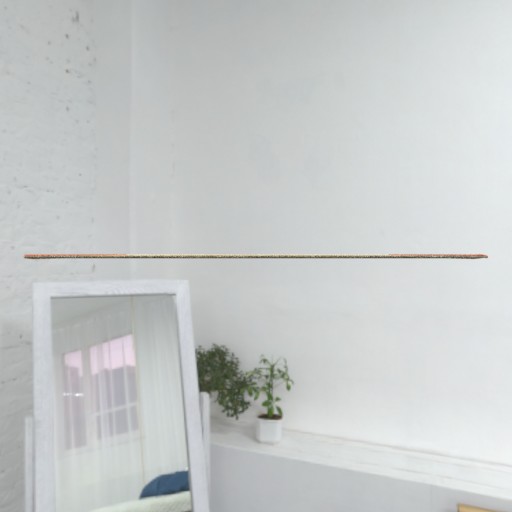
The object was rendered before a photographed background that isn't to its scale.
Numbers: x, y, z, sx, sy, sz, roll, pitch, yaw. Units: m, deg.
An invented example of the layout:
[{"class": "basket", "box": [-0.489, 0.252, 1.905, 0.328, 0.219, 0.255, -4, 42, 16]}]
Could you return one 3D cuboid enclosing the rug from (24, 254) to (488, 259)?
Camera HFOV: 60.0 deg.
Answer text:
[{"class": "rug", "box": [0.000, 0.000, 2.319, 1.838, 0.019, 1.220, 0, 0, 0]}]
